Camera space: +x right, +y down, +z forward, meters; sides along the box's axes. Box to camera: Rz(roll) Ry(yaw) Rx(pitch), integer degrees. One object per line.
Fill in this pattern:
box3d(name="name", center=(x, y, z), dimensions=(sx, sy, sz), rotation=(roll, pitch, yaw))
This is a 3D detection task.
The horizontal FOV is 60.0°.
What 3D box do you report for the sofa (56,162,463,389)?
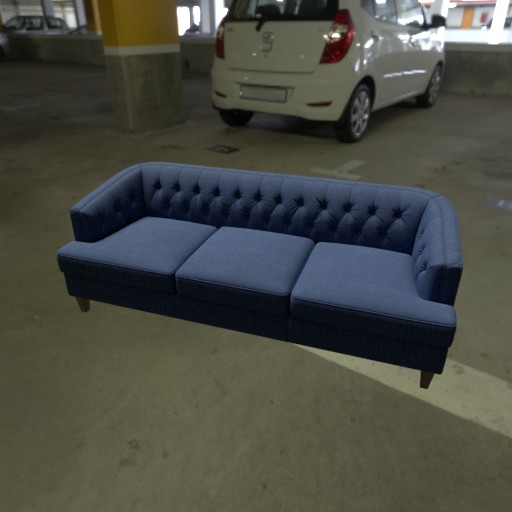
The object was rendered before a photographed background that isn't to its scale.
box3d(name="sofa", center=(0.000, 0.000, 2.714), dimensions=(2.235, 0.787, 0.914), rotation=(9, 29, 17))
